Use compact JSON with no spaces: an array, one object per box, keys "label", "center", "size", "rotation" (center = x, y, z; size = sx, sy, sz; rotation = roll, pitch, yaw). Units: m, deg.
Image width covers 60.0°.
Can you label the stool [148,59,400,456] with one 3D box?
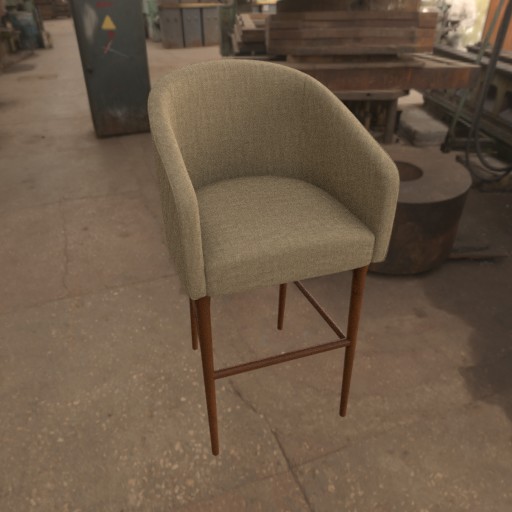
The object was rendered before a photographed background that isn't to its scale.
[{"label":"stool","center":[0.000,0.000,1.408],"size":[0.559,1.078,0.607],"rotation":[-10,33,-16]}]
